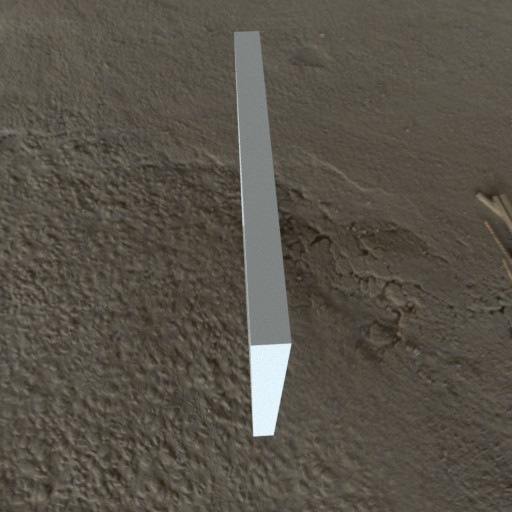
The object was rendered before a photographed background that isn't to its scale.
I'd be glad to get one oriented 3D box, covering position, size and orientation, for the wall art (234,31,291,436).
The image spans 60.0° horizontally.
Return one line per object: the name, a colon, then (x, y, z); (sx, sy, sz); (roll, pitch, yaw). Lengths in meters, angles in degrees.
wall art: (0.000, 0.000, 0.540); (0.027, 0.355, 0.355); (-3, 59, -2)
